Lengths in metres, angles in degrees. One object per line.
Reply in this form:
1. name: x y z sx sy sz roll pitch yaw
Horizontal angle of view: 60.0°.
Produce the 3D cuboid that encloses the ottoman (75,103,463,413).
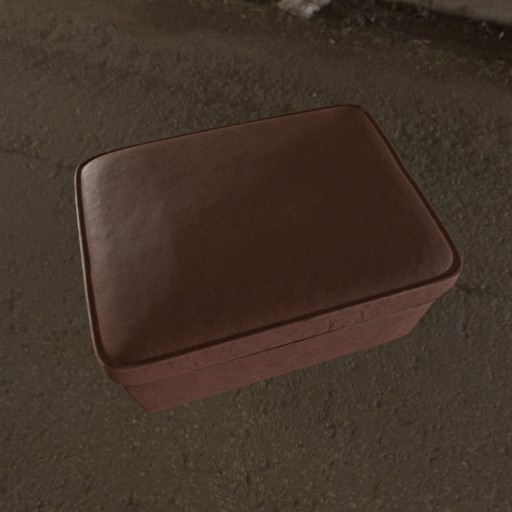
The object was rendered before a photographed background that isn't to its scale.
1. ottoman: 0.000 0.000 1.108 0.749 0.449 0.548 -15 60 -9
